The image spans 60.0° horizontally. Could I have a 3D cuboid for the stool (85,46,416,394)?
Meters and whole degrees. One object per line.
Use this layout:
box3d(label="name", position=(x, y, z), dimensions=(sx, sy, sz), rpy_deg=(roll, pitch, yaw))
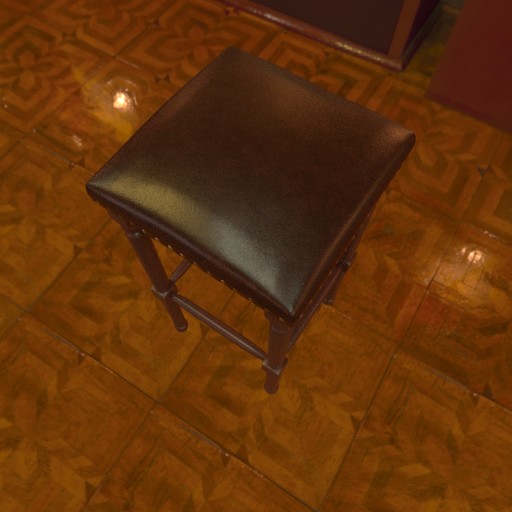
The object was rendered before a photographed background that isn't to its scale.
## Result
box3d(label="stool", position=(0.000, 0.000, 0.991), dimensions=(0.382, 0.768, 0.383), rpy_deg=(31, 67, 15))
